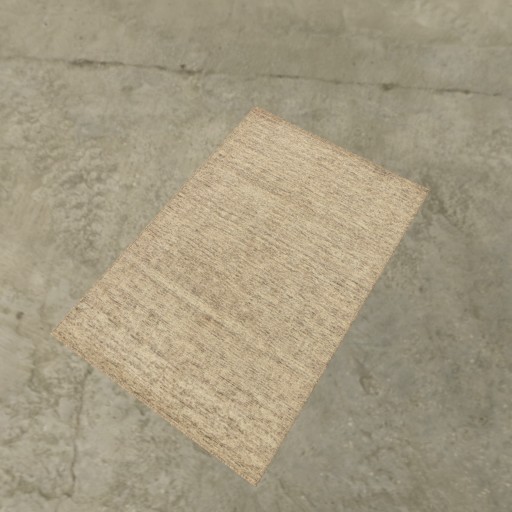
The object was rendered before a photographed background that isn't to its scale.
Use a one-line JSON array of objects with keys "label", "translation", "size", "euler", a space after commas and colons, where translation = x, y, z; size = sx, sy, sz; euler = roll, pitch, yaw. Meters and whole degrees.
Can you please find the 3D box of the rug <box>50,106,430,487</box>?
[{"label": "rug", "translation": [0.000, 0.000, 2.364], "size": [1.211, 0.018, 1.822], "euler": [30, 67, 15]}]
